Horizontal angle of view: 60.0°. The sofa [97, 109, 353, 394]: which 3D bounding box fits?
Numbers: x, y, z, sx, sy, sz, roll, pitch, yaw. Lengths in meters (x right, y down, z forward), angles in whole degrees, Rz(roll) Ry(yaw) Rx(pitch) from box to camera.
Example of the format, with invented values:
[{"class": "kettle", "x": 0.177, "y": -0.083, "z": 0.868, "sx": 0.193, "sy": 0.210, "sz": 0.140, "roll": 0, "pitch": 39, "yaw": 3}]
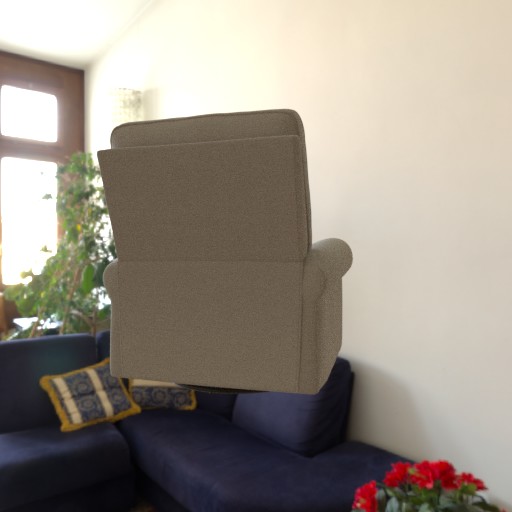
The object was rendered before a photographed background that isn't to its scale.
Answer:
[{"class": "sofa", "x": 0.000, "y": 0.000, "z": 2.073, "sx": 0.880, "sy": 0.959, "sz": 1.478, "roll": 0, "pitch": 0, "yaw": 16}]
